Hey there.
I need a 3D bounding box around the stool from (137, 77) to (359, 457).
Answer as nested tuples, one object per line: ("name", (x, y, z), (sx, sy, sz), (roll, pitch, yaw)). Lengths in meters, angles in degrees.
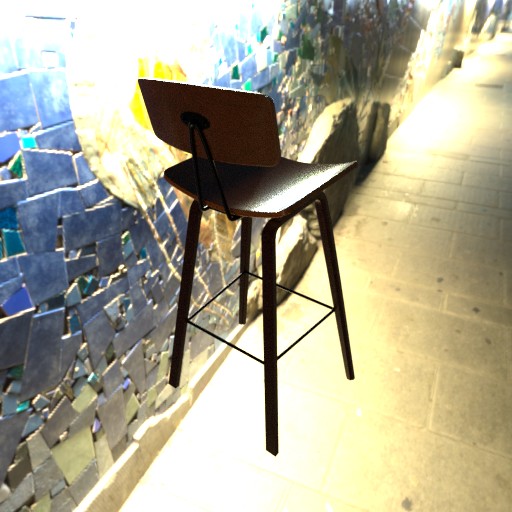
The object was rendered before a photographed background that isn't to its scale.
("stool", (0.000, 0.000, 1.255), (0.509, 0.969, 0.440), (21, 36, 33))
